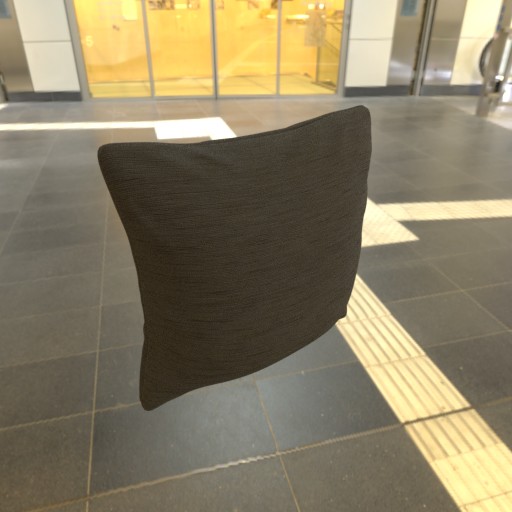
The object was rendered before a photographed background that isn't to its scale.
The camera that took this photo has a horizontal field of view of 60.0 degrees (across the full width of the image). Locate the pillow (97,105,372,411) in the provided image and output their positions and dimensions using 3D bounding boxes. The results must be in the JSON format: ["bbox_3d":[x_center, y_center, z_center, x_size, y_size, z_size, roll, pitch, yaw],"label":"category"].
[{"bbox_3d":[0.000,0.000,0.695,0.432,0.414,0.246,-19,34,-29],"label":"pillow"}]
